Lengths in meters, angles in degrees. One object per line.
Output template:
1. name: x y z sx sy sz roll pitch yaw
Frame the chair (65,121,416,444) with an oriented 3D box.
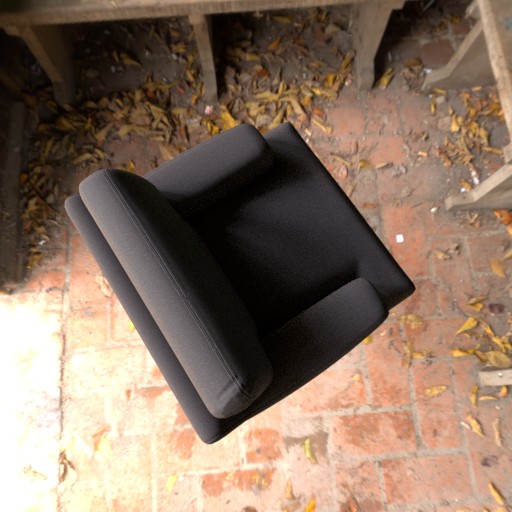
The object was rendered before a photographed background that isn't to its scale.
1. chair: 0.000 0.000 2.025 1.143 0.940 1.168 -33 78 -8
